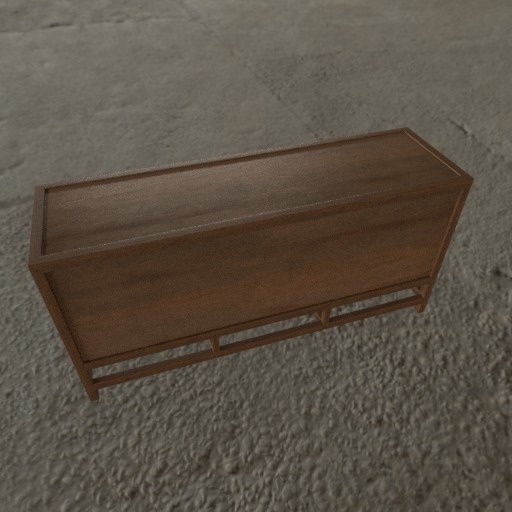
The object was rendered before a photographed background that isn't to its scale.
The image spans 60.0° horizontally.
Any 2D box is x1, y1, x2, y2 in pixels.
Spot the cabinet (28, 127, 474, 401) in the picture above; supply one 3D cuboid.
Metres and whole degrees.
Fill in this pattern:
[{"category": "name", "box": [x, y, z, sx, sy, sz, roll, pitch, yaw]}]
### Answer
[{"category": "cabinet", "box": [0.000, 0.000, 2.073, 1.708, 0.820, 0.522, -12, 43, -13]}]
